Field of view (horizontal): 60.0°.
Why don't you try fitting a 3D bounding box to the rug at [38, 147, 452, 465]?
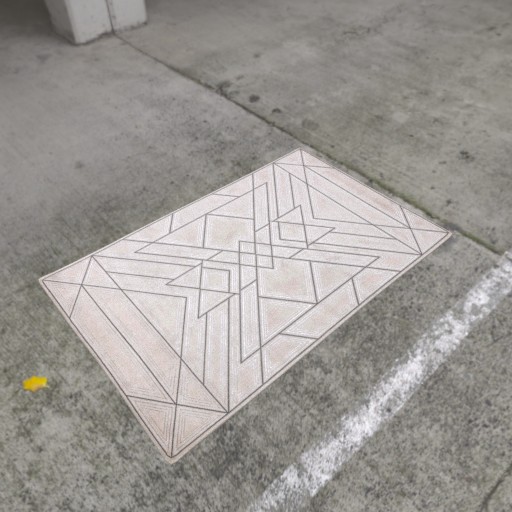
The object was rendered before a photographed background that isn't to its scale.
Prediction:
[{"bbox_3d":[0.000,0.000,3.076,2.459,0.023,1.575,-32,53,-28],"label":"rug"}]
